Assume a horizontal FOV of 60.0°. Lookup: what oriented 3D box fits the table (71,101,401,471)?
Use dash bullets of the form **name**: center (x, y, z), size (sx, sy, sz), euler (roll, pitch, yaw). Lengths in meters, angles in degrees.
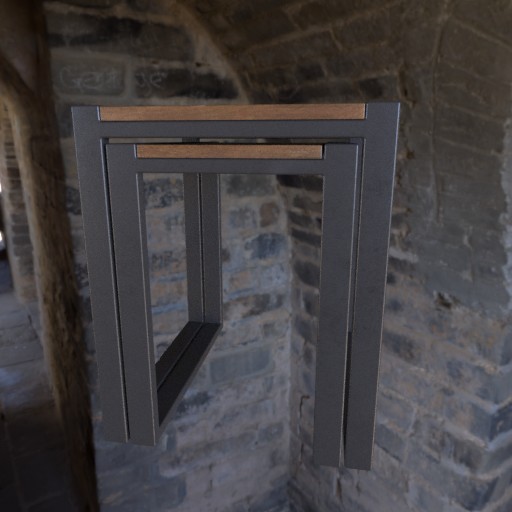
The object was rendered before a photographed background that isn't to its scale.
- **table**: center (0.000, 0.000, 0.896), size (0.449, 0.550, 0.500), euler (2, 15, 9)
